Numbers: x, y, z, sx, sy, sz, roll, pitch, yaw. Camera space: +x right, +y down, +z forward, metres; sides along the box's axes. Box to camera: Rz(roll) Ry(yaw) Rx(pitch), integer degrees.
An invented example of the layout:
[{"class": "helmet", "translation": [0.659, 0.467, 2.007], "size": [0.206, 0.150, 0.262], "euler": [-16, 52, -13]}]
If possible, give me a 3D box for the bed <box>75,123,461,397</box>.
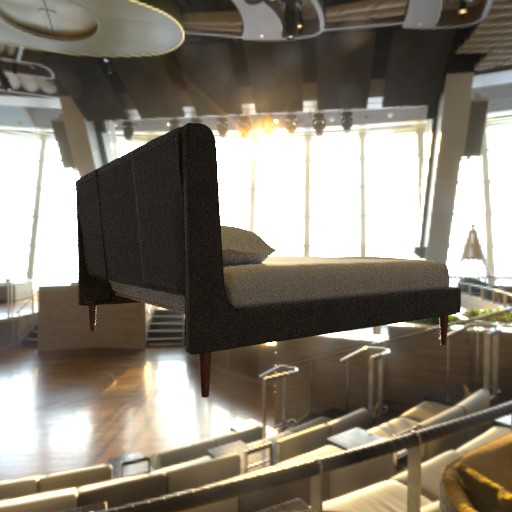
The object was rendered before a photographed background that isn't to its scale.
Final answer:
[{"class": "bed", "translation": [0.000, 0.000, 2.541], "size": [1.638, 0.933, 1.531], "euler": [-1, 1, -35]}]
